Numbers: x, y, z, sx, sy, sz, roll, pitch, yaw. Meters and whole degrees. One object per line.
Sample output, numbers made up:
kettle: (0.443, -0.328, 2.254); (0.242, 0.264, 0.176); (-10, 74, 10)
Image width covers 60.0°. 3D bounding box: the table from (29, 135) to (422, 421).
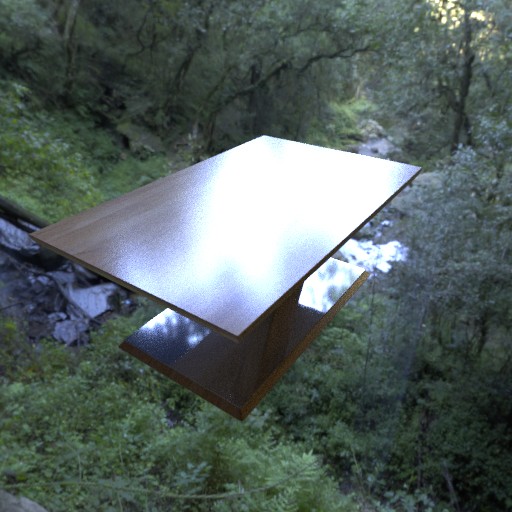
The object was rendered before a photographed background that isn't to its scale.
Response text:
table: (0.000, 0.000, 1.495); (0.692, 0.441, 1.100); (20, 37, 29)
